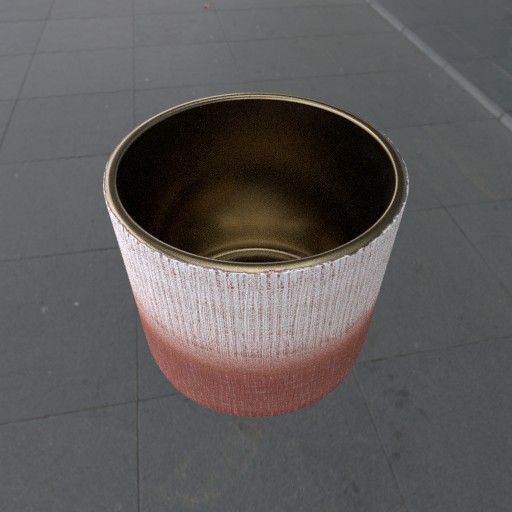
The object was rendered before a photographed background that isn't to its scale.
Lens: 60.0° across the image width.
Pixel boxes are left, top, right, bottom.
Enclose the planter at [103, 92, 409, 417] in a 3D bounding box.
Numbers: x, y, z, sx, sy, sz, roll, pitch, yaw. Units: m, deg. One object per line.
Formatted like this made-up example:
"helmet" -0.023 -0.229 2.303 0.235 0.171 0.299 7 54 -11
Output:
"planter" 0.000 0.000 0.394 0.221 0.201 0.221 0 47 0
